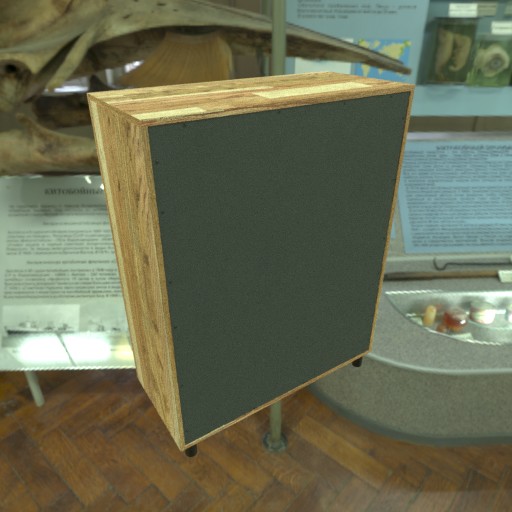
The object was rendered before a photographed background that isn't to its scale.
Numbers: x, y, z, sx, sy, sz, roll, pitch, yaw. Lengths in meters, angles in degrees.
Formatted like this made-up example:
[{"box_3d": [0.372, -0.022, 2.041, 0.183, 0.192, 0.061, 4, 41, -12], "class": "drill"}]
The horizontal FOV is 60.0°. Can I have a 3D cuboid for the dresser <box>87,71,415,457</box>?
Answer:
[{"box_3d": [0.000, 0.000, 1.734, 0.966, 1.243, 0.480, -18, 34, -29], "class": "dresser"}]
